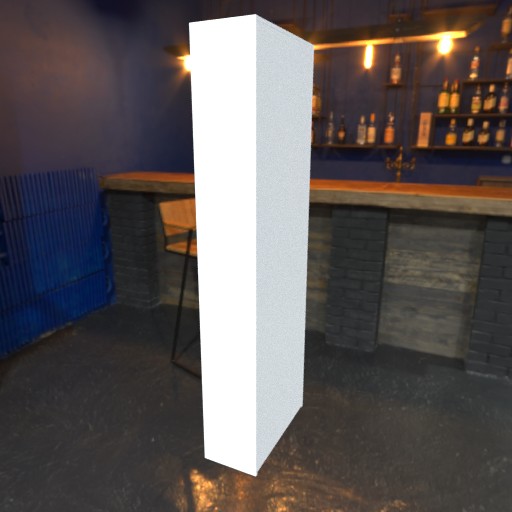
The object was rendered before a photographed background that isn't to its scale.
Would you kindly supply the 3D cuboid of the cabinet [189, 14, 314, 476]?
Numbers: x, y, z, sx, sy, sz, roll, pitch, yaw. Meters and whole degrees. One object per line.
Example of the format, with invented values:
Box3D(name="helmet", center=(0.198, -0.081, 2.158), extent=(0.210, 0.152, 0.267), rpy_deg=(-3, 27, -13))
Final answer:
Box3D(name="cabinet", center=(0.000, 0.000, 1.796), extent=(0.255, 1.630, 0.520), rpy_deg=(7, 17, 25))
